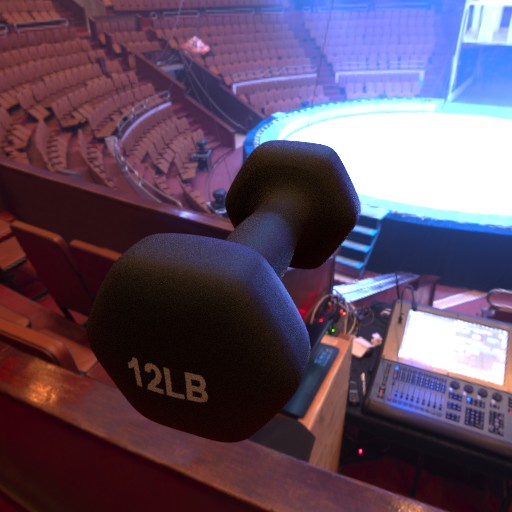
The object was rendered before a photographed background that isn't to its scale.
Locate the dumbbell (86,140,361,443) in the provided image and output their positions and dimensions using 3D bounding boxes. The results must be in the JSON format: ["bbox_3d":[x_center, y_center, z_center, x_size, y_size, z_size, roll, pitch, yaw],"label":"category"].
[{"bbox_3d":[0.000,0.000,0.289,0.112,0.101,0.231,10,31,17],"label":"dumbbell"}]
